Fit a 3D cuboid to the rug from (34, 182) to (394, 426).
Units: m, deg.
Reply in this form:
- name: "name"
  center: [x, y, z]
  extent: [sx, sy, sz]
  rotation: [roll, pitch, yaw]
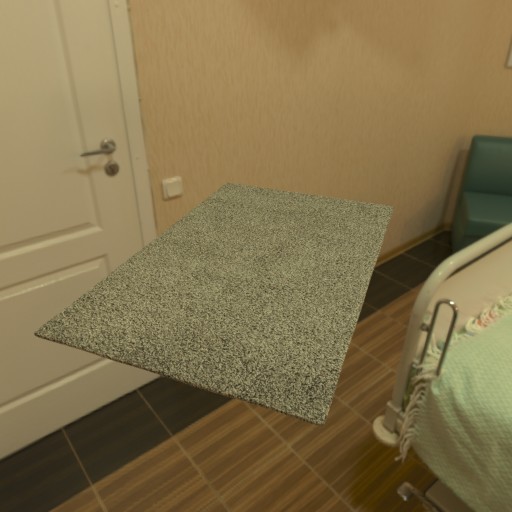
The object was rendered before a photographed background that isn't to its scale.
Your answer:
- name: "rug"
  center: [0.000, 0.000, 3.463]
  extent: [1.778, 0.030, 2.743]
  rotation: [11, 32, 19]
